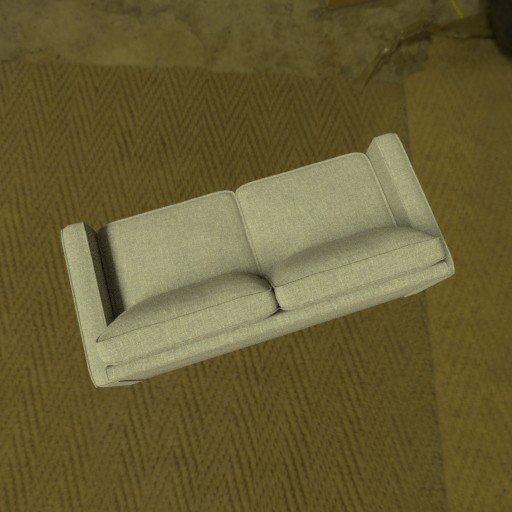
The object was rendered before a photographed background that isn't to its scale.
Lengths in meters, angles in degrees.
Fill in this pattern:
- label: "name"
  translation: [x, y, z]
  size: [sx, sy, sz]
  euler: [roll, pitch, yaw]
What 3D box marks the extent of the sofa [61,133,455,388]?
- label: "sofa"
  translation: [0.000, 0.000, 2.622]
  size: [2.078, 0.918, 0.945]
  euler: [-17, 76, -4]
